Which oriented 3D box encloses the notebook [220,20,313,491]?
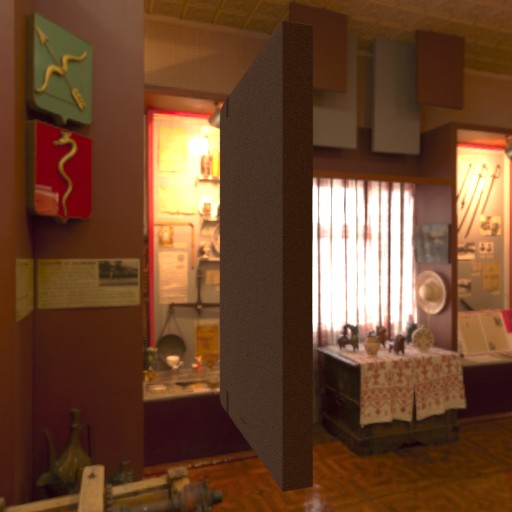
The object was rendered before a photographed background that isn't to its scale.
[{"bbox_3d":[0.000,0.000,0.262,0.016,0.213,0.127,0,0,-18],"label":"notebook"}]
